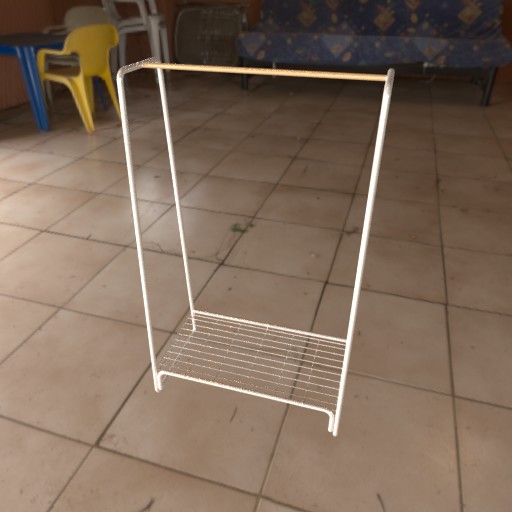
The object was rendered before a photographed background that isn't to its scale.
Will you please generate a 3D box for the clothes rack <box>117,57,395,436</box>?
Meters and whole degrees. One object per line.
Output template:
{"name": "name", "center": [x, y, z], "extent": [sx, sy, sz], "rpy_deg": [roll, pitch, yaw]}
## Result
{"name": "clothes rack", "center": [0.000, 0.000, 1.896], "extent": [0.900, 1.500, 0.495], "rpy_deg": [9, 33, 14]}
